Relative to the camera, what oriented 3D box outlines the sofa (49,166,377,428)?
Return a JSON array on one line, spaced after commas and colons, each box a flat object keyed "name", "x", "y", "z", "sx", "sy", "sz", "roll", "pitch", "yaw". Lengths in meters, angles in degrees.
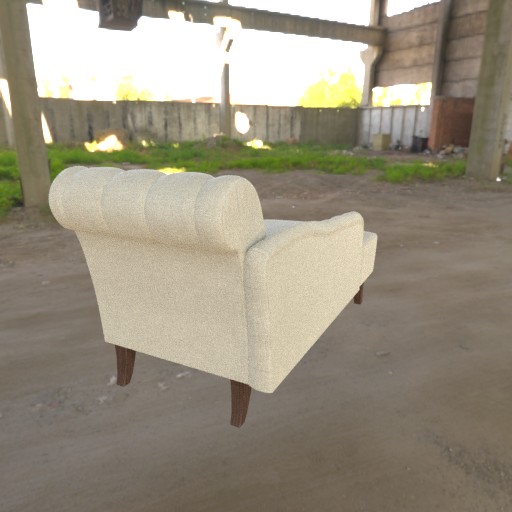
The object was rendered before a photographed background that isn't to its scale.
[{"name": "sofa", "x": 0.000, "y": 0.000, "z": 1.787, "sx": 0.675, "sy": 0.787, "sz": 1.379, "roll": 9, "pitch": 19, "yaw": 27}]
